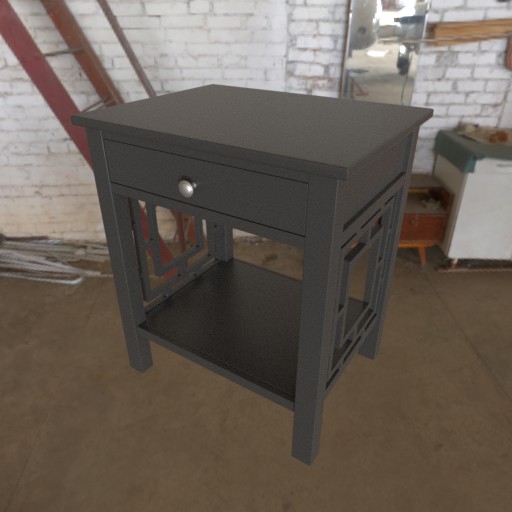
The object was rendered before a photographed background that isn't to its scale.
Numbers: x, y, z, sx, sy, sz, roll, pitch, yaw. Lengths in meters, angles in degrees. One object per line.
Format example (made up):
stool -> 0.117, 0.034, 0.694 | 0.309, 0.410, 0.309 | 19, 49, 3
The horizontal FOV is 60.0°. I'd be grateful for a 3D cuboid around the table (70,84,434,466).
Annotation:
table -> 0.000, 0.000, 1.024 | 0.564, 0.646, 0.451 | 18, 35, 28
